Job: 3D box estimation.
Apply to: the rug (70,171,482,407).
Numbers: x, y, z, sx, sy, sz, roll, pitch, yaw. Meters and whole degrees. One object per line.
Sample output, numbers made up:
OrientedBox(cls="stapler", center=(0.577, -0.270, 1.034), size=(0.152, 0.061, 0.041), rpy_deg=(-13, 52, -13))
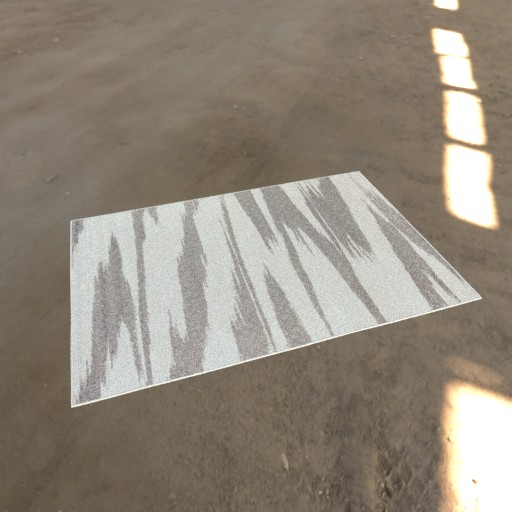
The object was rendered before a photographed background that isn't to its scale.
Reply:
OrientedBox(cls="rug", center=(0.000, 0.000, 2.290), size=(1.827, 0.008, 1.225), rpy_deg=(-12, 42, -13))
